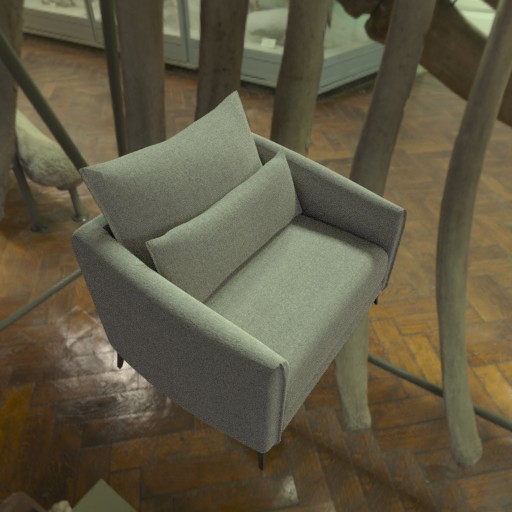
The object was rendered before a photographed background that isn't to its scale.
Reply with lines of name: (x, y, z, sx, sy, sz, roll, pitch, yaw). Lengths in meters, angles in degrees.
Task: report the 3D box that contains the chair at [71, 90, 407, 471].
chair: (0.000, 0.000, 1.643, 0.801, 0.856, 1.029, 25, 46, 26)
